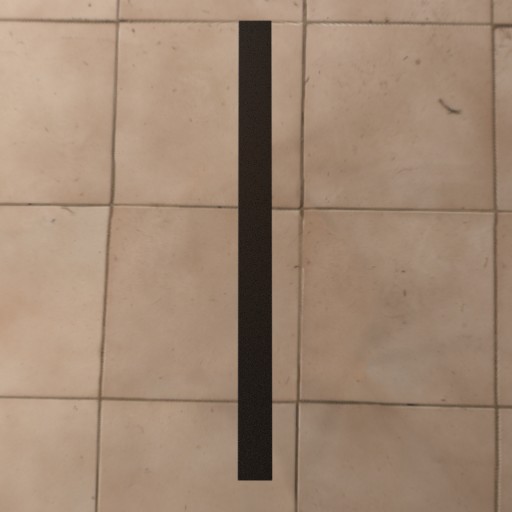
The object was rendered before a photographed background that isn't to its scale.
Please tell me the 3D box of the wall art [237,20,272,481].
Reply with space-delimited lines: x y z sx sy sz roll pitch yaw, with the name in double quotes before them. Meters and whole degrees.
"wall art" 0.000 0.000 0.739 0.037 0.506 0.506 0 87 0
